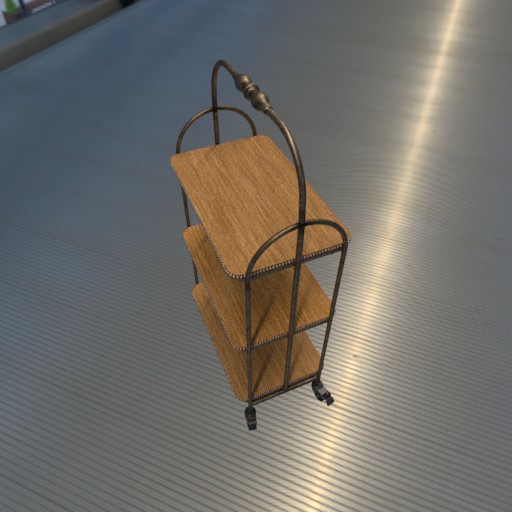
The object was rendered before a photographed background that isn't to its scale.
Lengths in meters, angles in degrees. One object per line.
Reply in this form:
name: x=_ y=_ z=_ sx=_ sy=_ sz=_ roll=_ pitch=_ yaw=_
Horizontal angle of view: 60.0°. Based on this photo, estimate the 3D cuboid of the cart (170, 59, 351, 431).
cart: x=0.000 y=0.000 z=1.347 sx=0.330 sy=1.052 sz=0.650 roll=-17 pitch=48 yaw=-16
